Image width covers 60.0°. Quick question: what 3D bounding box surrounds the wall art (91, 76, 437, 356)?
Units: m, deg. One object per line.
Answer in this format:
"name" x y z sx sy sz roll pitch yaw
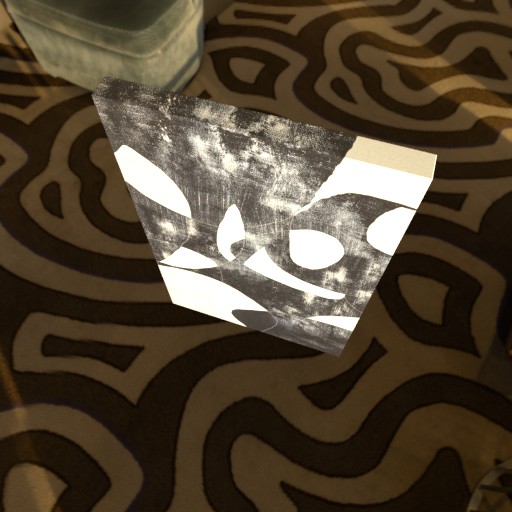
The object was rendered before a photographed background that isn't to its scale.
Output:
"wall art" 0.000 0.000 0.773 0.407 0.610 0.039 16 61 9
